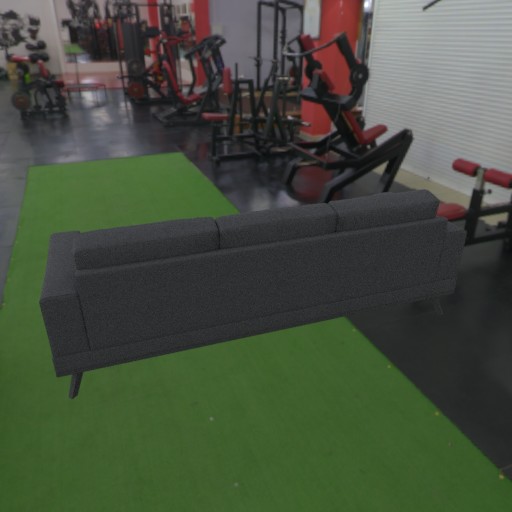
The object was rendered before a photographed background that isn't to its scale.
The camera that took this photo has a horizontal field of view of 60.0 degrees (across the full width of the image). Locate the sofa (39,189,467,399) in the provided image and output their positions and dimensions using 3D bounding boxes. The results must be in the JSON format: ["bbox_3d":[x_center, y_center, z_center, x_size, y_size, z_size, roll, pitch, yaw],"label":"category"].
[{"bbox_3d":[0.000,0.000,2.691,2.310,0.810,0.920,-9,28,-17],"label":"sofa"}]
